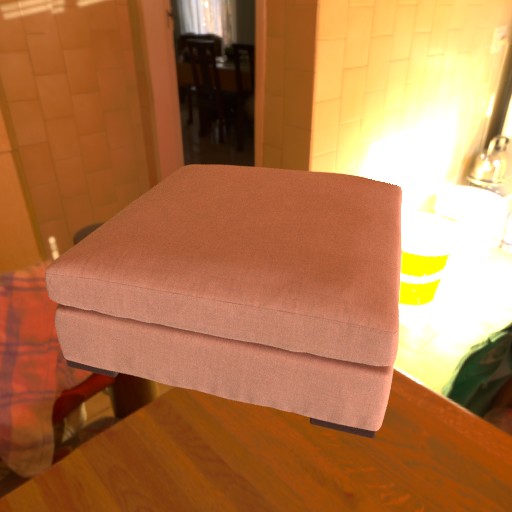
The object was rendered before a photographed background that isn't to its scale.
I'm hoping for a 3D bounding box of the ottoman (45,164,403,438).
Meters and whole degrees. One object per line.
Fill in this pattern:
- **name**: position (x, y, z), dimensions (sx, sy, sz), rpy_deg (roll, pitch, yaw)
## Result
- **ottoman**: position (0.000, 0.000, 1.865), dimensions (1.171, 0.517, 1.203), rpy_deg (8, 31, 14)
